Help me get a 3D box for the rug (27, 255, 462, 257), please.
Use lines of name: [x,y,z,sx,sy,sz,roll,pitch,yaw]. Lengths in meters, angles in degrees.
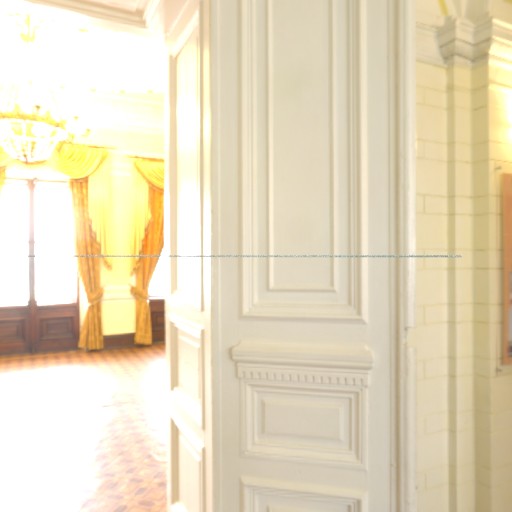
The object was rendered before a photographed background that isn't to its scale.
rug: [0.000,0.000,2.225,1.752,0.006,1.142,0,0,18]
